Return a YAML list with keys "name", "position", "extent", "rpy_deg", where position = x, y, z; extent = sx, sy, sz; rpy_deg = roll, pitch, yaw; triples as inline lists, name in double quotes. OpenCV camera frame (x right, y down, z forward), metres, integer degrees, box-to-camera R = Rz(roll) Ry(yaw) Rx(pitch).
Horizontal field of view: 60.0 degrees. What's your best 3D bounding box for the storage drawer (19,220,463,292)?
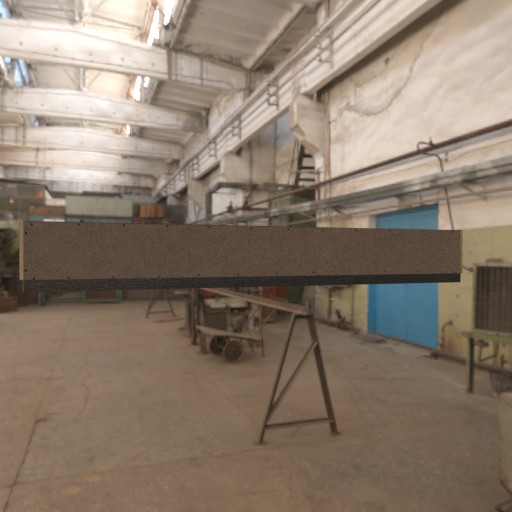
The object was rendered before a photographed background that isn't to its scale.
- name: "storage drawer"
  position: [0.000, 0.000, 2.276]
  extent: [2.072, 0.274, 0.591]
  rpy_deg: [0, 0, -18]
